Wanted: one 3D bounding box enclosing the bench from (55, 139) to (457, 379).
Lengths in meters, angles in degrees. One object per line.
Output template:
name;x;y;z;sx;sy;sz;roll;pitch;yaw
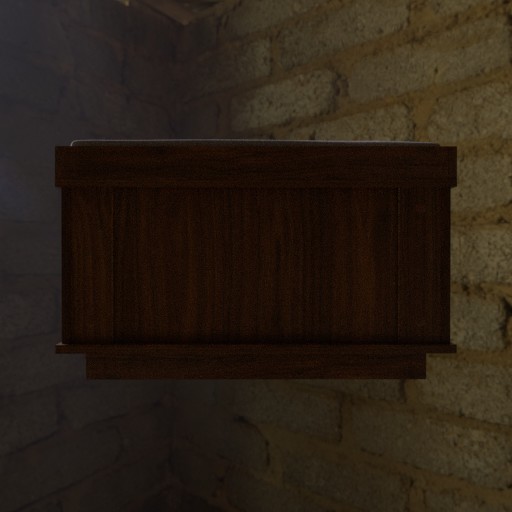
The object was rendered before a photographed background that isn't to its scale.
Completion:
bench;0.000;0.000;0.990;0.734;0.461;0.362;0;0;0
